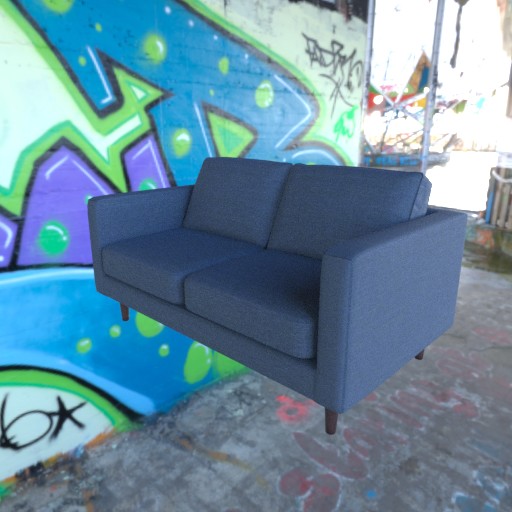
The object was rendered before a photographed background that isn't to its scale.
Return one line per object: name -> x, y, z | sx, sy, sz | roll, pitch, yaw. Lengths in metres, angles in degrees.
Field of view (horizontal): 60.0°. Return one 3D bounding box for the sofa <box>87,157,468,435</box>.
sofa -> 0.000, 0.000, 2.238 | 1.659, 0.907, 0.999 | 15, 22, 41
